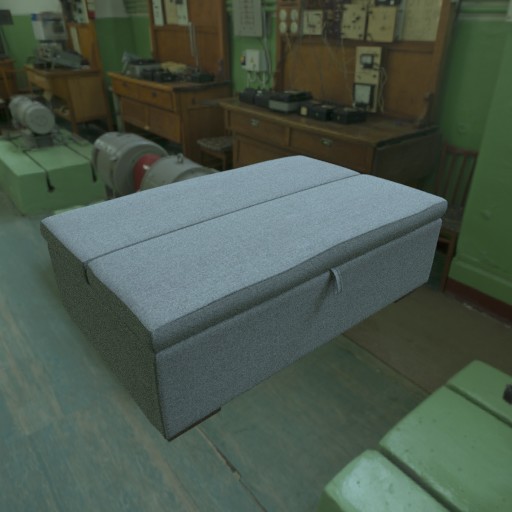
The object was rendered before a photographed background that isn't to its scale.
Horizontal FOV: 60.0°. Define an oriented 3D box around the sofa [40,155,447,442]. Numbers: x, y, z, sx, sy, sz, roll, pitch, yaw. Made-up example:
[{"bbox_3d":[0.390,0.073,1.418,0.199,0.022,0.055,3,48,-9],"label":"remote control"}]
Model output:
[{"bbox_3d":[0.000,0.000,1.654,1.250,0.434,0.817,-22,35,-34],"label":"sofa"}]
